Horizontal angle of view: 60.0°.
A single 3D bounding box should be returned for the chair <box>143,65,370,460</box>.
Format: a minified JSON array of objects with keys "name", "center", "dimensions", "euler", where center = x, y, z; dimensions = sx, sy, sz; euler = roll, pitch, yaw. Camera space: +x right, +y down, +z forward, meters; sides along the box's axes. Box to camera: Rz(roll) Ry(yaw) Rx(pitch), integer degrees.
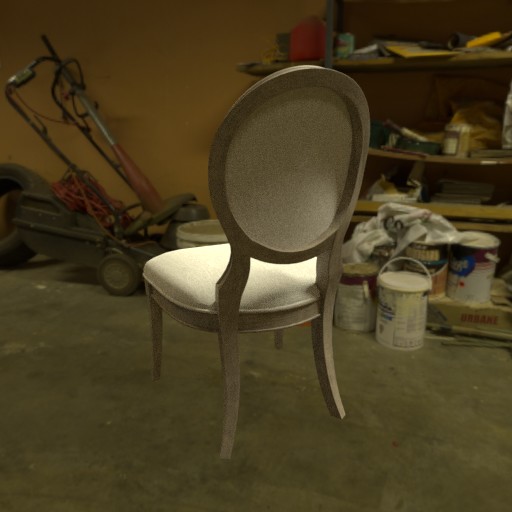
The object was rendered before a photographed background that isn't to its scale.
[{"name":"chair","center":[0.000,0.000,1.320],"dimensions":[0.558,0.990,0.602],"euler":[-8,17,-26]}]
